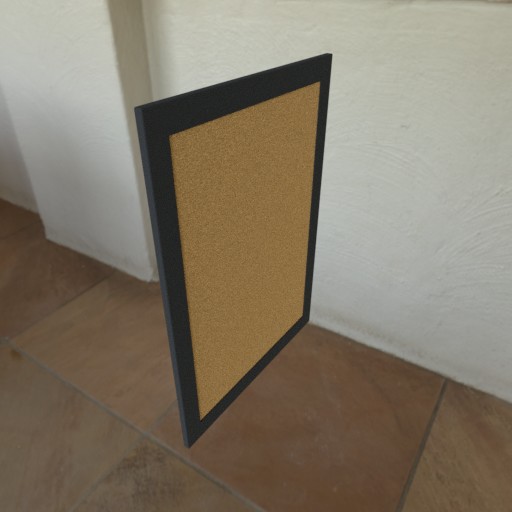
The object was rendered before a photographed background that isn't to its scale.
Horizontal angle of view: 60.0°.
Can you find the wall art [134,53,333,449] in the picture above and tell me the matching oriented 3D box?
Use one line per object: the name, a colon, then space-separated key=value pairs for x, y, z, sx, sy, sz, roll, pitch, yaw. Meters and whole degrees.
wall art: x=0.000 y=0.000 z=0.684 sx=0.012 sy=0.529 sz=0.374 roll=22 pitch=39 yaw=29
